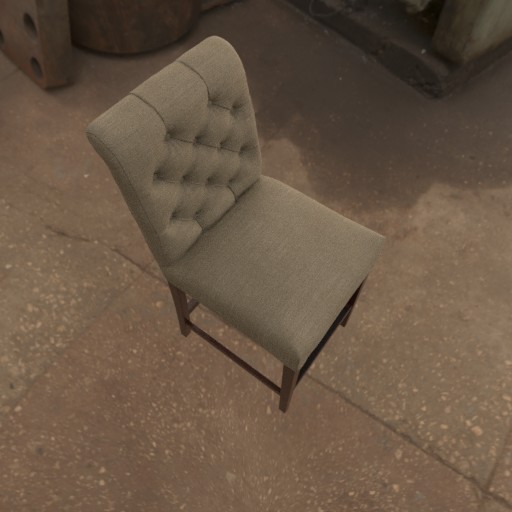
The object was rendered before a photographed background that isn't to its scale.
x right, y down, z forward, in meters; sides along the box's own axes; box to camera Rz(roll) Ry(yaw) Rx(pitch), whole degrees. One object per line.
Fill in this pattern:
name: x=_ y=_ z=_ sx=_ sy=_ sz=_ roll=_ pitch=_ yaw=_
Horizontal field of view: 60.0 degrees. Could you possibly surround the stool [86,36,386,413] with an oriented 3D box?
stool: x=0.000 y=0.000 z=1.436 sx=0.660 sy=1.084 sz=0.486 roll=33 pitch=63 yaw=19
